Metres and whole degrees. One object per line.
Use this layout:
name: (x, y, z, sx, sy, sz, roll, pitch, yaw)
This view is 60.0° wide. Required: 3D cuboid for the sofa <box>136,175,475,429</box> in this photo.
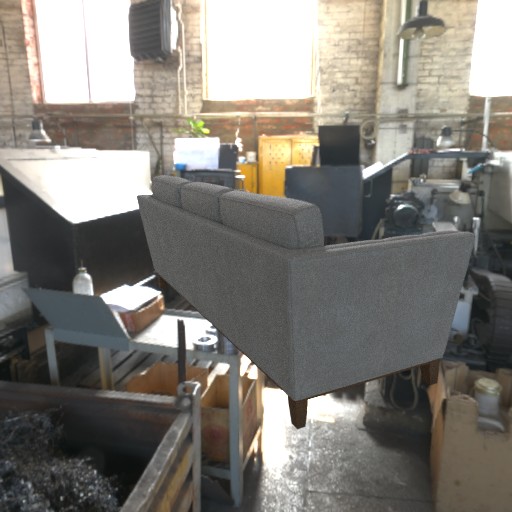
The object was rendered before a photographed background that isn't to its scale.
sofa: (0.000, 0.000, 2.836, 0.965, 0.940, 2.387, -7, 15, -26)
